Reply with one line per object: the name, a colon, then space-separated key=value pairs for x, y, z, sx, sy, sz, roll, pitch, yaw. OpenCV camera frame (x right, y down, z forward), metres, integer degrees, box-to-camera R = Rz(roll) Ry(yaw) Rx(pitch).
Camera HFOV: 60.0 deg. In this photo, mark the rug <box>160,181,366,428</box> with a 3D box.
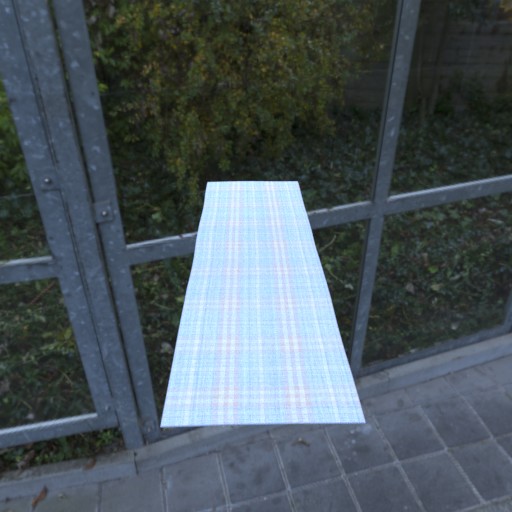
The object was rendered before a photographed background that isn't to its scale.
rug: x=0.000 y=0.000 z=2.686 sx=0.762 sy=0.013 sz=2.439 roll=-1 pitch=31 yaw=-1
